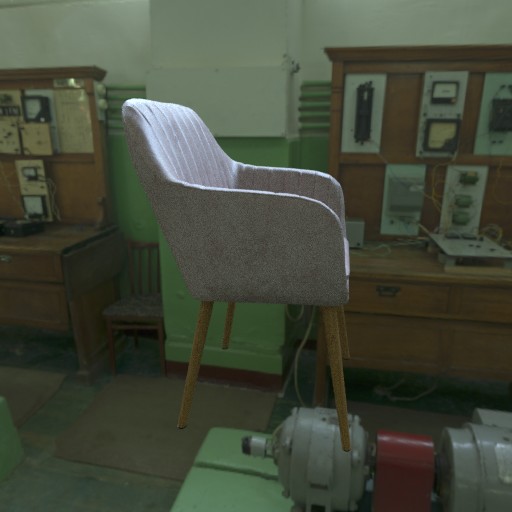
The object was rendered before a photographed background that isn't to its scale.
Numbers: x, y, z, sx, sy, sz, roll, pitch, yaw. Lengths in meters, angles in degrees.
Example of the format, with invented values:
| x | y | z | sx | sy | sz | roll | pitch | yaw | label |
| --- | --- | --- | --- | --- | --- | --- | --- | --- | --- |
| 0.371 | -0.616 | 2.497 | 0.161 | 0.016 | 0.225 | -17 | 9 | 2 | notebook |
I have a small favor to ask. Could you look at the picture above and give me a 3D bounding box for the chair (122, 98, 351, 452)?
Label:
| x | y | z | sx | sy | sz | roll | pitch | yaw | label |
| --- | --- | --- | --- | --- | --- | --- | --- | --- | --- |
| 0.000 | 0.000 | 1.251 | 0.570 | 0.832 | 0.610 | 3 | 16 | 10 | chair |
